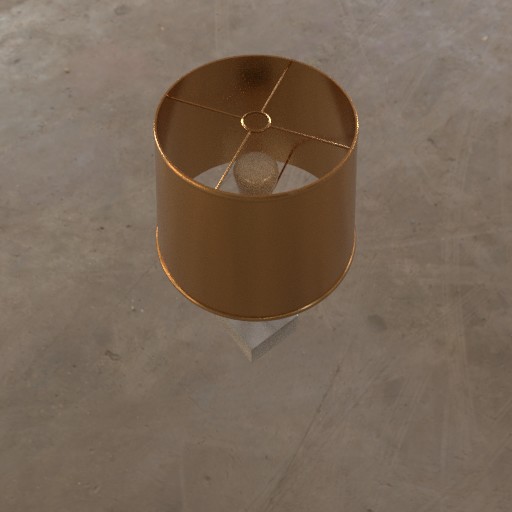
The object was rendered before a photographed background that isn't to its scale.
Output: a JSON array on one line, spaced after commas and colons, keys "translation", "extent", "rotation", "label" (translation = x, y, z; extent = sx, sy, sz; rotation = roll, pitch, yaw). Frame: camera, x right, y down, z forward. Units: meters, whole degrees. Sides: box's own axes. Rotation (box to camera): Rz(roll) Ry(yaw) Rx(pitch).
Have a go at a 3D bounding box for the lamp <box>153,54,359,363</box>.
[{"translation": [0.000, 0.000, 0.511], "extent": [0.208, 0.406, 0.208], "rotation": [0, 59, 0], "label": "lamp"}]
